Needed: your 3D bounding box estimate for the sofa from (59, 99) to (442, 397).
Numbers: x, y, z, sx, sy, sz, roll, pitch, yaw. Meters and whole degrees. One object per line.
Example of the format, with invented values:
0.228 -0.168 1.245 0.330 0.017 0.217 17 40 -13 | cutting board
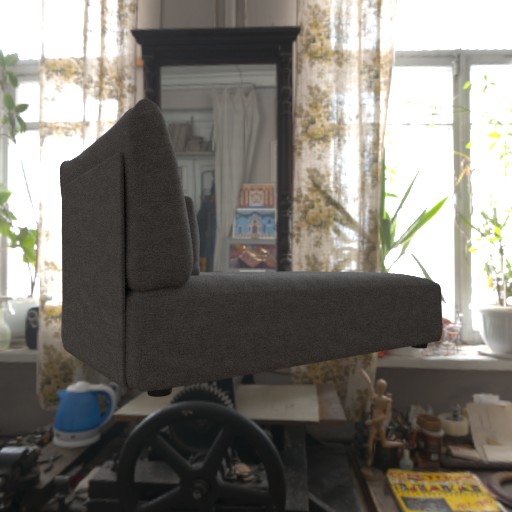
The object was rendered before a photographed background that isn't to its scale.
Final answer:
0.000 0.000 1.942 1.450 0.820 0.930 1 -2 -36 | sofa
